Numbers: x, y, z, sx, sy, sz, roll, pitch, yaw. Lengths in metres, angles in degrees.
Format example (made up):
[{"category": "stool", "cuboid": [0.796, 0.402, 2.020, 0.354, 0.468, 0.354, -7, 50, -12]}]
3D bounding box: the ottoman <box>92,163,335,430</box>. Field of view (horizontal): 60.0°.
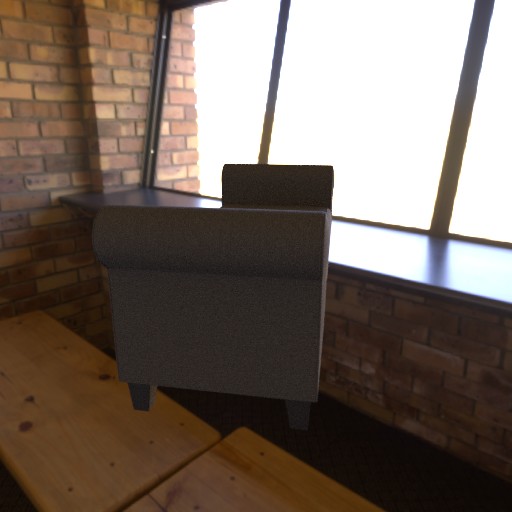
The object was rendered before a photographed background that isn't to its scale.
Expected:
[{"category": "ottoman", "cuboid": [0.000, 0.000, 1.574, 0.521, 0.547, 1.256, 3, 17, 10]}]
